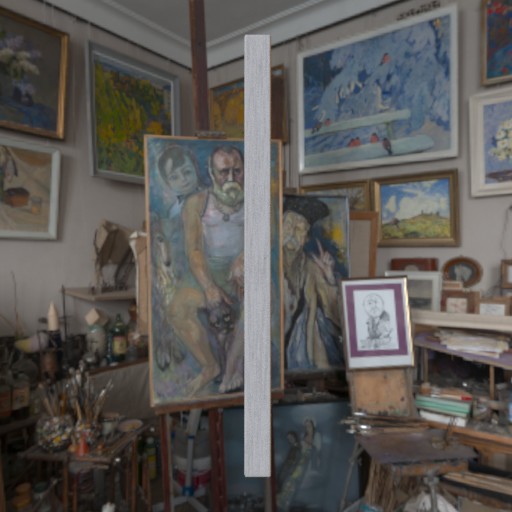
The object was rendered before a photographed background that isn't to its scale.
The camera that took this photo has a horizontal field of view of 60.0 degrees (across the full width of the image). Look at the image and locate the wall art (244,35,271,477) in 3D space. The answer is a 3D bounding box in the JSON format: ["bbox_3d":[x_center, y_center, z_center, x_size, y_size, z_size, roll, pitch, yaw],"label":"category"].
[{"bbox_3d":[0.000,0.000,1.930,0.078,1.288,1.287,0,0,0],"label":"wall art"}]
